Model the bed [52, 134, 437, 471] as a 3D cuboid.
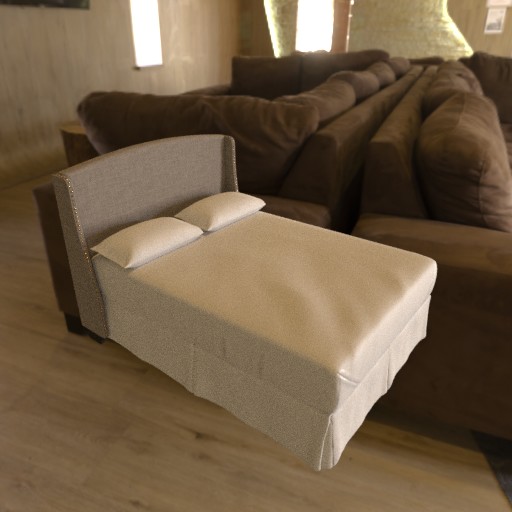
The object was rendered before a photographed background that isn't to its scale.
[{"bbox_3d":[0.000,0.000,3.275,2.237,1.407,1.710,19,32,33],"label":"bed"}]
